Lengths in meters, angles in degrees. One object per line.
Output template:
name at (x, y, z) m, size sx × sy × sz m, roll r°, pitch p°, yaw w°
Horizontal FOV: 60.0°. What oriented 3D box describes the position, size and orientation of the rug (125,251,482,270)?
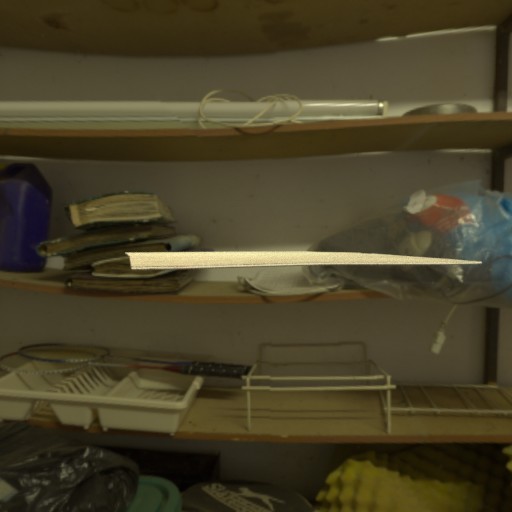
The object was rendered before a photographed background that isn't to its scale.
rug at (0.000, 0.000, 4.339) m, size 2.434 × 0.045 × 3.202 m, roll -1°, pitch 2°, yaw -17°
